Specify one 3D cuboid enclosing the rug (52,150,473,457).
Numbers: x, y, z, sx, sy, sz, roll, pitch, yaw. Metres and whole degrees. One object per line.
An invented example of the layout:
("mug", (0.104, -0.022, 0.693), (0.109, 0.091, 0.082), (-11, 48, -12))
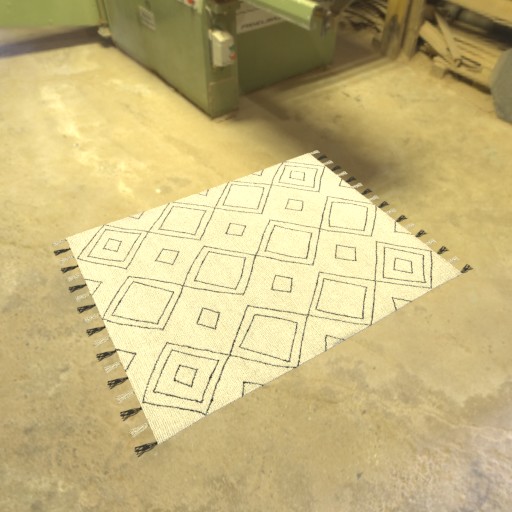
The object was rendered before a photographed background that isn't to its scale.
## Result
("rug", (0.000, 0.000, 4.155), (3.221, 0.026, 2.342), (-23, 50, -21))
